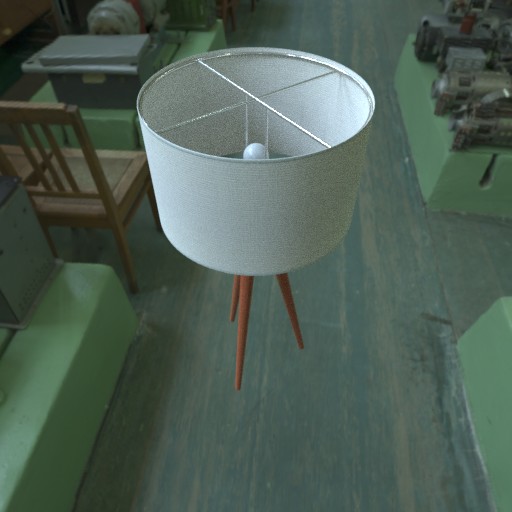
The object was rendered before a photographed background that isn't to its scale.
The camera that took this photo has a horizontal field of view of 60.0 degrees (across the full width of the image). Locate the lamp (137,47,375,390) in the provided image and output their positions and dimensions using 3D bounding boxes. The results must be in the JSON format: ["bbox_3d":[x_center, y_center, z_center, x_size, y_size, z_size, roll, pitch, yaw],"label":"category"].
[{"bbox_3d":[0.000,0.000,0.925,0.354,0.709,0.355,3,46,3],"label":"lamp"}]
